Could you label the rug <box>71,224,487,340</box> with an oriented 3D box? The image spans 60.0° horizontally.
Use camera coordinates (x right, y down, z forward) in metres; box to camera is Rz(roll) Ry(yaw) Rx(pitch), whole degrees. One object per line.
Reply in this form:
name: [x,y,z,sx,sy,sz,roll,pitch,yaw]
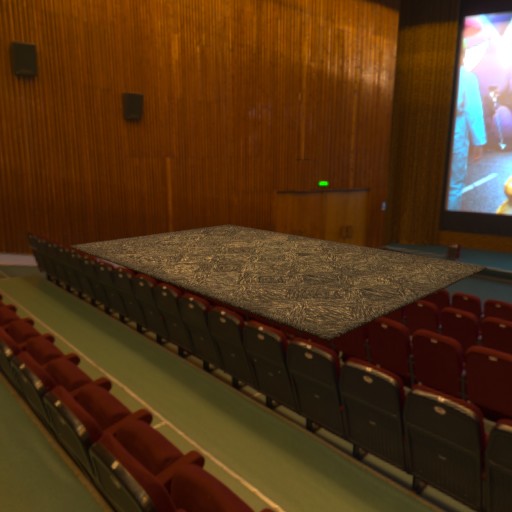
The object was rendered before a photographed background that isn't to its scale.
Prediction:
rug: [0.000,0.000,2.178,1.139,0.010,1.754,-12,17,-42]
